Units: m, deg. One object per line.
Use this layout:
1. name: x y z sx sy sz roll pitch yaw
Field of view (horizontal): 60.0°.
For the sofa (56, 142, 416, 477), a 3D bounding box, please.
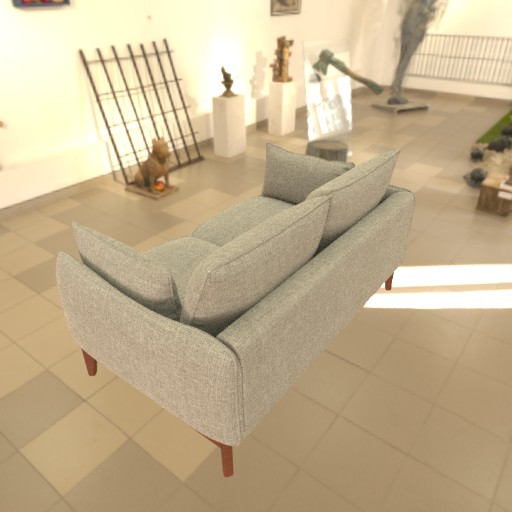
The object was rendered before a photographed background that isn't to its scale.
1. sofa: 0.000 0.000 2.118 0.972 0.851 1.580 21 37 31
